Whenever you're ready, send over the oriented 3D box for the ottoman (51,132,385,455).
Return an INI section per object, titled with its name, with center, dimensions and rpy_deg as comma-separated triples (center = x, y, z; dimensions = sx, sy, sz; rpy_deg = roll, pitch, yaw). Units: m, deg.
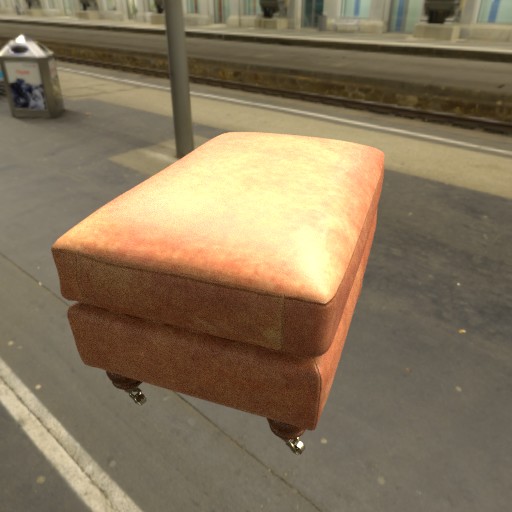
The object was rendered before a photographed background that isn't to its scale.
[ottoman]
center = 0.000, 0.000, 1.176
dimensions = 0.565, 0.507, 0.852
rpy_deg = 10, 32, 17
